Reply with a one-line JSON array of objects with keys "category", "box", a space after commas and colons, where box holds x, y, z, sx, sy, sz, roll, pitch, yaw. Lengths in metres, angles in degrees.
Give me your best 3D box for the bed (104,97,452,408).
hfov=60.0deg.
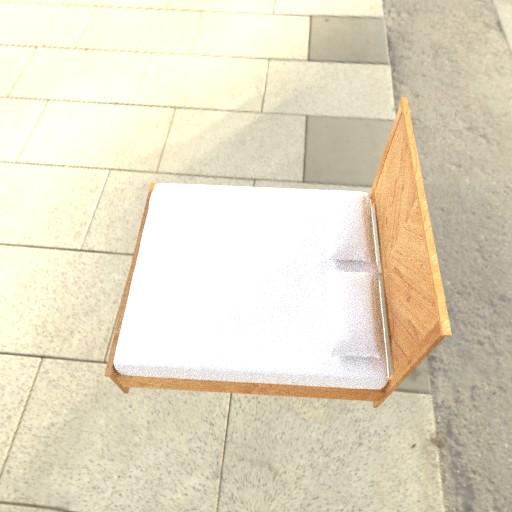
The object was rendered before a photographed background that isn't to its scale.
[{"category": "bed", "box": [0.000, 0.000, 3.624, 2.201, 1.686, 1.936, 3, 58, 2]}]
